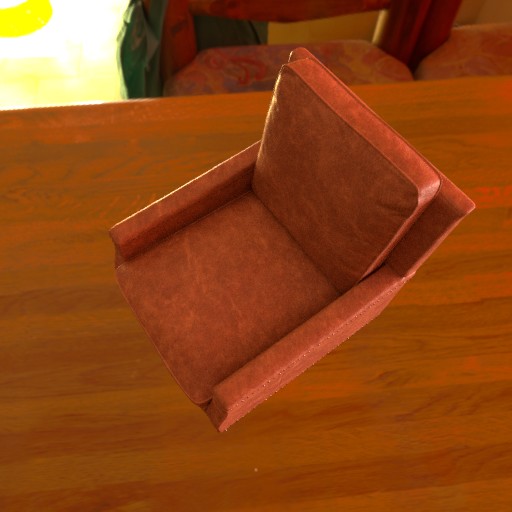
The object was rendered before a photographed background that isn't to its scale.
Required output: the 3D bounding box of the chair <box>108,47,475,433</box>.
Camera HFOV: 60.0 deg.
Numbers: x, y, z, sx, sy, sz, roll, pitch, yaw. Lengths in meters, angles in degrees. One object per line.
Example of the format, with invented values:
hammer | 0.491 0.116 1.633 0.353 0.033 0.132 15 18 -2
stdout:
chair | 0.000 0.000 1.749 1.035 1.054 0.854 -33 69 -15
